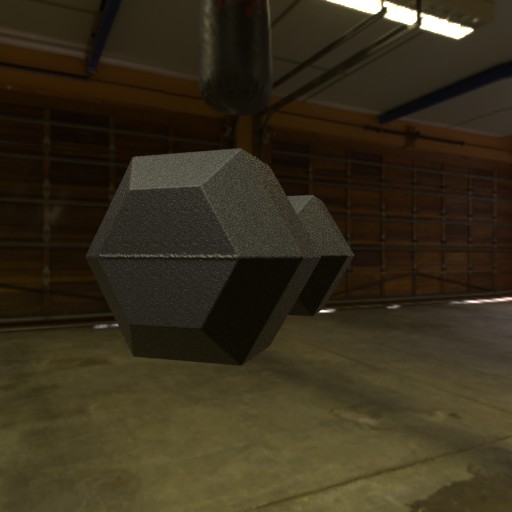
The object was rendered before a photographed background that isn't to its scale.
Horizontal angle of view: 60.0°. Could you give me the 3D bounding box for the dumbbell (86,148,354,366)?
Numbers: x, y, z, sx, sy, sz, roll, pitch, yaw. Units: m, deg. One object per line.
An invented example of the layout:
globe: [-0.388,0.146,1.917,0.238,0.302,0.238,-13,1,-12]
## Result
dumbbell: [0.000,0.000,0.472,0.173,0.150,0.384,0,0,18]
